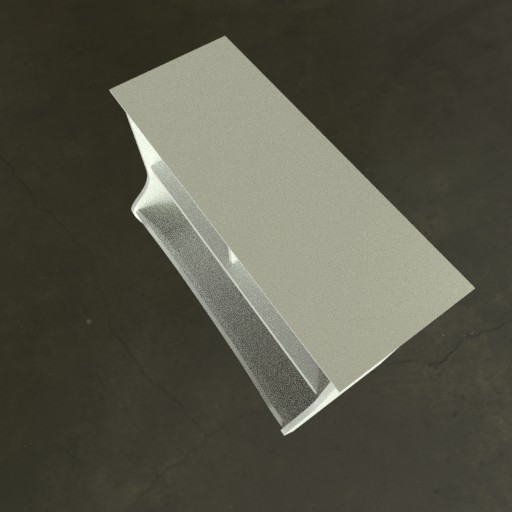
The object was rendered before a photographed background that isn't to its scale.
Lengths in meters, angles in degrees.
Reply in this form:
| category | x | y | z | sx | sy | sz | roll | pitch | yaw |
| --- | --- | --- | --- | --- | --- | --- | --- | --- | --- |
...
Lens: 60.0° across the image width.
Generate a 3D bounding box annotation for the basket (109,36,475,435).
| category | x | y | z | sx | sy | sz | roll | pitch | yaw |
| --- | --- | --- | --- | --- | --- | --- | --- | --- | --- |
| basket | 0.000 | 0.000 | 1.148 | 0.376 | 0.625 | 0.792 | -32 | 68 | -15 |
